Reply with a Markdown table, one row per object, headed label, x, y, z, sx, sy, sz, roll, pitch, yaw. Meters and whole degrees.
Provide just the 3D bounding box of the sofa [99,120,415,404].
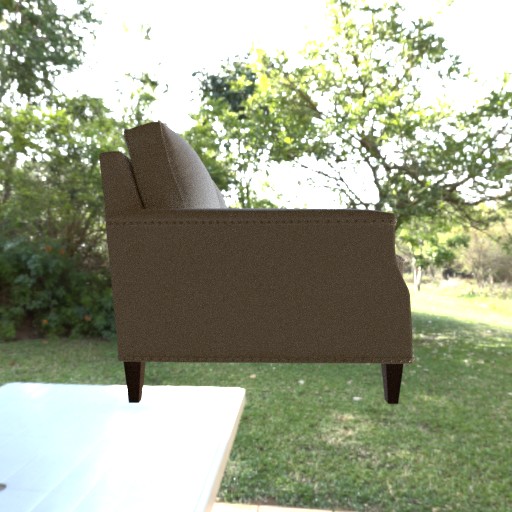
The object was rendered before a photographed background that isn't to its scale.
| label | x | y | z | sx | sy | sz | roll | pitch | yaw |
| --- | --- | --- | --- | --- | --- | --- | --- | --- | --- |
| sofa | 0.000 | 0.000 | 2.247 | 1.084 | 1.003 | 1.597 | 0 | 0 | 1 |
